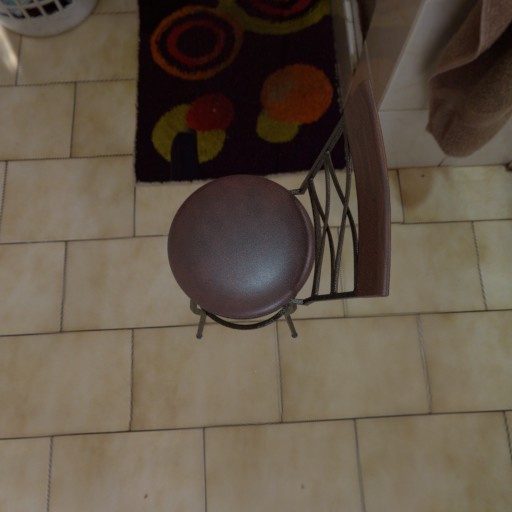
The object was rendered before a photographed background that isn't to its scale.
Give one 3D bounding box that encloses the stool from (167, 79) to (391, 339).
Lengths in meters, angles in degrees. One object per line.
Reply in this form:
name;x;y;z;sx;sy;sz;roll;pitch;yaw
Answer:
stool;0.000;0.000;1.393;0.513;1.130;0.448;-1;75;0
